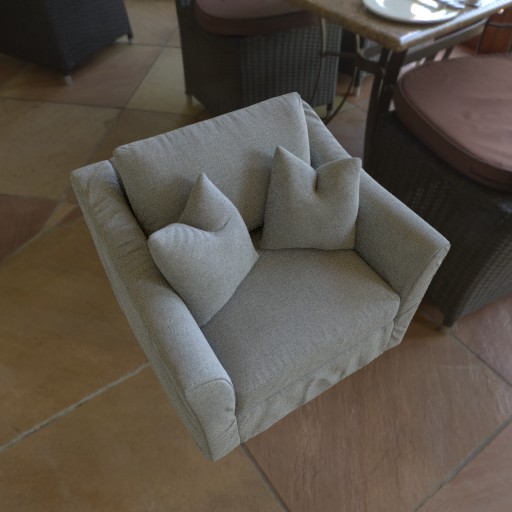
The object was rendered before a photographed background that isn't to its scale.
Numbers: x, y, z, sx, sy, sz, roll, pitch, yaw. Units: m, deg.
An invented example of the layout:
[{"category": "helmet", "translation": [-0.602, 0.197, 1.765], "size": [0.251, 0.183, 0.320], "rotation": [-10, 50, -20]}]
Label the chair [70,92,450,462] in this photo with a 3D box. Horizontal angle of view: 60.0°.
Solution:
[{"category": "chair", "translation": [0.000, 0.000, 1.996], "size": [1.194, 1.059, 1.071], "rotation": [-25, 53, -21]}]
